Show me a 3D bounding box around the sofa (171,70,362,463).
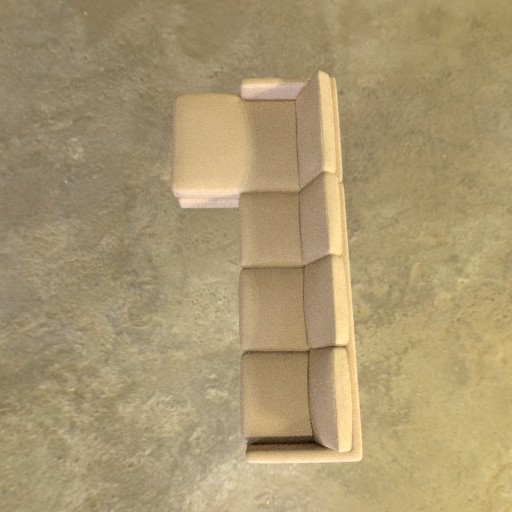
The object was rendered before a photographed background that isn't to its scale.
[{"bbox_3d":[0.000,0.000,3.787,1.502,0.876,3.201,-1,76,0],"label":"sofa"}]
